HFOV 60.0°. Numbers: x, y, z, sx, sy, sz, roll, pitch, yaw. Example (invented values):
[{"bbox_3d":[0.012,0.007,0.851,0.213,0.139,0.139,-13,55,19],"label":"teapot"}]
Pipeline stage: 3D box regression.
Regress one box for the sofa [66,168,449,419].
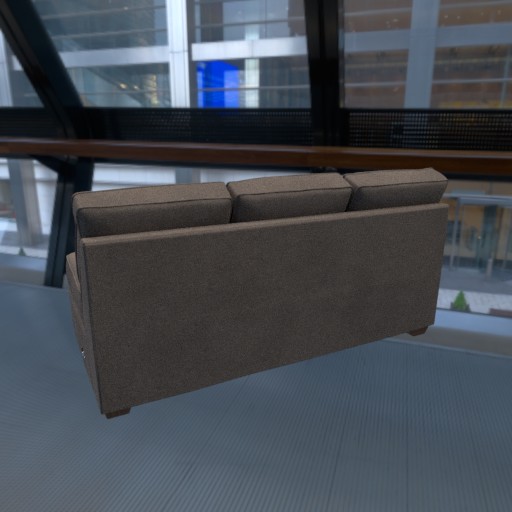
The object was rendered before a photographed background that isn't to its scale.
[{"bbox_3d":[0.000,0.000,2.531,1.962,0.973,1.027,-8,17,-27],"label":"sofa"}]
